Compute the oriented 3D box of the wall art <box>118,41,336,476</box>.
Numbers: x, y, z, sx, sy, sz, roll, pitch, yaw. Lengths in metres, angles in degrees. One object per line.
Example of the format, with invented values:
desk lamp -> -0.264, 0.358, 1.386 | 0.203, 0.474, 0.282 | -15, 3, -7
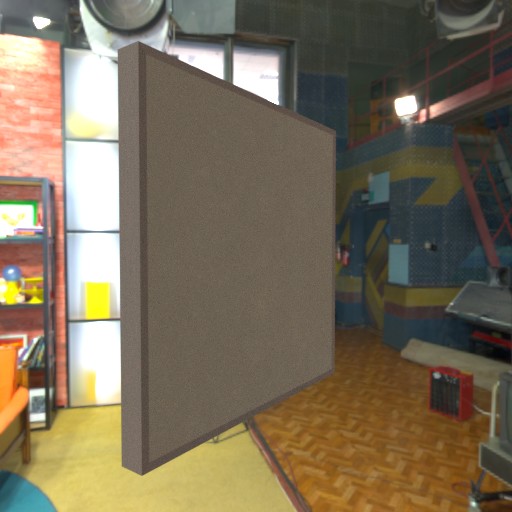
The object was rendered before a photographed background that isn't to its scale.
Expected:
wall art -> 0.000, 0.000, 0.732 | 0.038, 0.506, 0.508 | 1, 2, 36
